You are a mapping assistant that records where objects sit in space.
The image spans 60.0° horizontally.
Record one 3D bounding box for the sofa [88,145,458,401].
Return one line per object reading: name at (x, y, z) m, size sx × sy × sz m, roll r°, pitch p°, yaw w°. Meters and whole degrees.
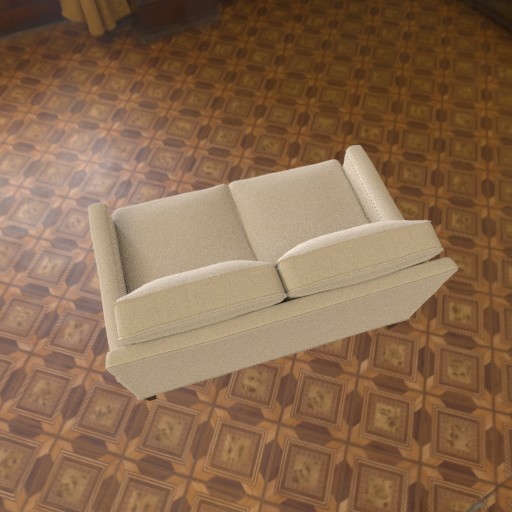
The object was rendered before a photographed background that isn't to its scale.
sofa at (0.000, 0.000, 2.341) m, size 1.597 × 1.003 × 1.084 m, roll -15°, pitch 59°, yaw -9°
